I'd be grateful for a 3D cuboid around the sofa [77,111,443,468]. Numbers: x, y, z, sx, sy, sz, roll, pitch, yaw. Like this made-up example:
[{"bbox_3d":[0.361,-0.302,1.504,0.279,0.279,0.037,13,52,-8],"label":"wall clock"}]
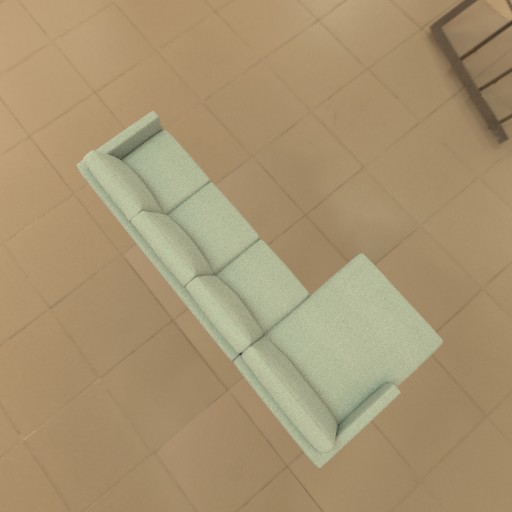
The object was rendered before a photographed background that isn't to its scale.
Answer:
[{"bbox_3d":[0.000,0.000,4.236,1.600,0.953,3.470,-39,79,-9],"label":"sofa"}]
